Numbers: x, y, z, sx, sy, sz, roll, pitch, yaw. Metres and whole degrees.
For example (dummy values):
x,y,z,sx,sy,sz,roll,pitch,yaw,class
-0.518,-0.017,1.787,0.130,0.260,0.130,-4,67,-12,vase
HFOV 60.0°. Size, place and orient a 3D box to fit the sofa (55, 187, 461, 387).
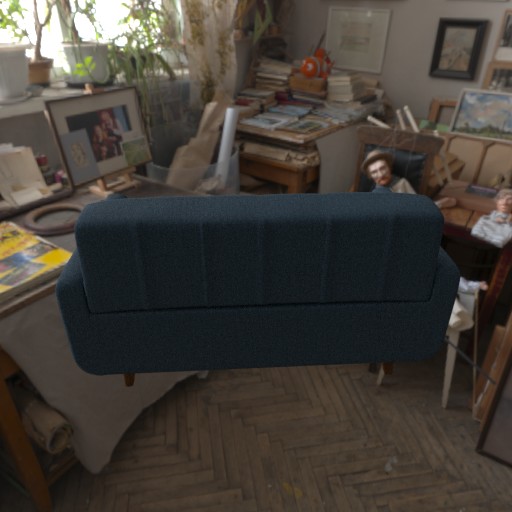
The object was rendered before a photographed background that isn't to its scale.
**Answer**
x,y,z,sx,sy,sz,roll,pitch,yaw,class
0.000,0.000,2.244,1.651,0.896,0.942,-2,31,-3,sofa
